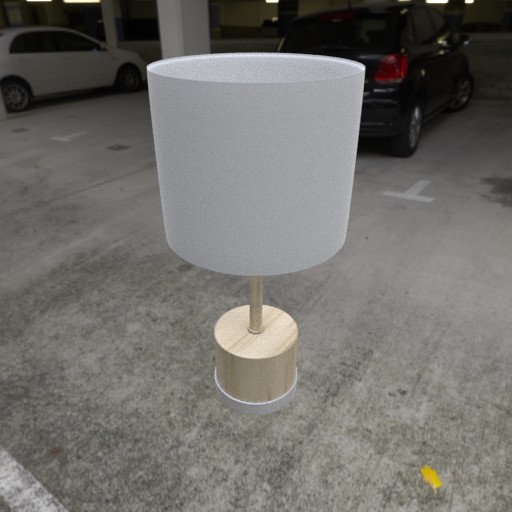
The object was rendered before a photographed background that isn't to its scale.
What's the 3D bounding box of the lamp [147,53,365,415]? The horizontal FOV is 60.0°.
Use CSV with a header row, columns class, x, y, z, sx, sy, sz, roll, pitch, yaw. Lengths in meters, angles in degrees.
class,x,y,z,sx,sy,sz,roll,pitch,yaw
lamp,0.000,0.000,0.588,0.229,0.470,0.229,20,36,31
